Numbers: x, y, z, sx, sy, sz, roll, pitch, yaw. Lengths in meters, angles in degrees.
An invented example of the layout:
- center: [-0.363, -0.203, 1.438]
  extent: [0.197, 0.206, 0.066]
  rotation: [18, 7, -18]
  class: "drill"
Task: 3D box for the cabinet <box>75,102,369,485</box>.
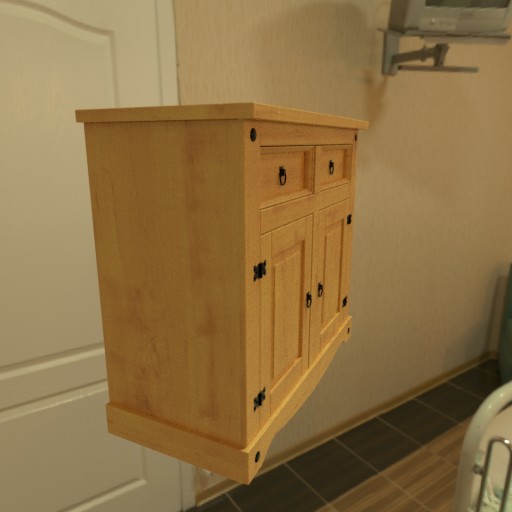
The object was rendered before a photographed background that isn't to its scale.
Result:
- center: [0.000, 0.000, 1.402]
  extent: [0.450, 0.840, 0.920]
  rotation: [7, 16, 26]
  class: "cabinet"
